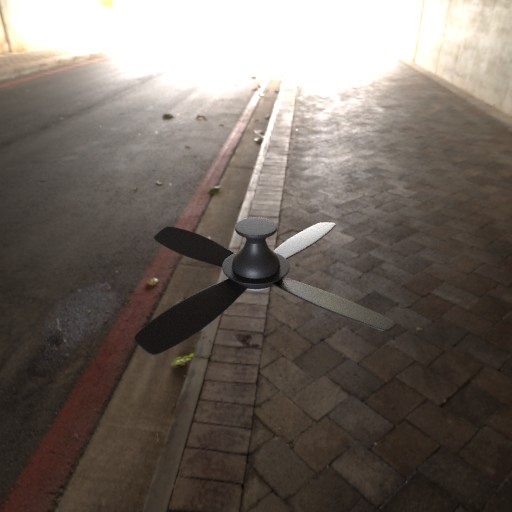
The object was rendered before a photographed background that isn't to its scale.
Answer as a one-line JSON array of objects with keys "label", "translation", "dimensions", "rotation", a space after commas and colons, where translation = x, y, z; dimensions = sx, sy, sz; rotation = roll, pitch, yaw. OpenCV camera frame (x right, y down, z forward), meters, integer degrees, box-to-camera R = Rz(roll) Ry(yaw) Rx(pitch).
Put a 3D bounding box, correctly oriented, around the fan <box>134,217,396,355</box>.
[{"label": "fan", "translation": [0.000, 0.000, 2.560], "dimensions": [1.694, 0.382, 1.694], "rotation": [21, 36, 33]}]
